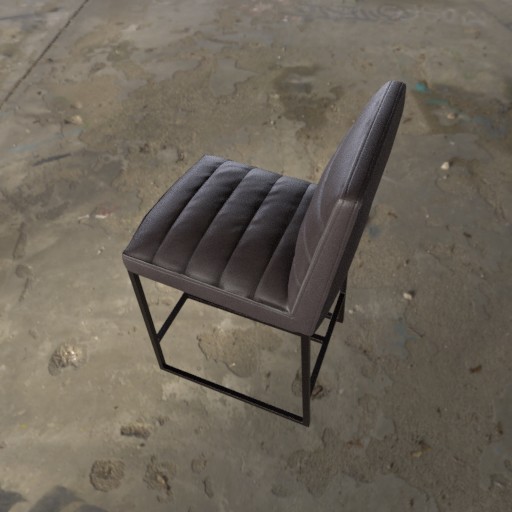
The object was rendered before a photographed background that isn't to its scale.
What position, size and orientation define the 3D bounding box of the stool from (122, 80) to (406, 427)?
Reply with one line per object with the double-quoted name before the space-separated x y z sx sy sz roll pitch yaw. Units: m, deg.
"stool" 0.000 0.000 1.250 0.562 0.946 0.463 17 50 15
